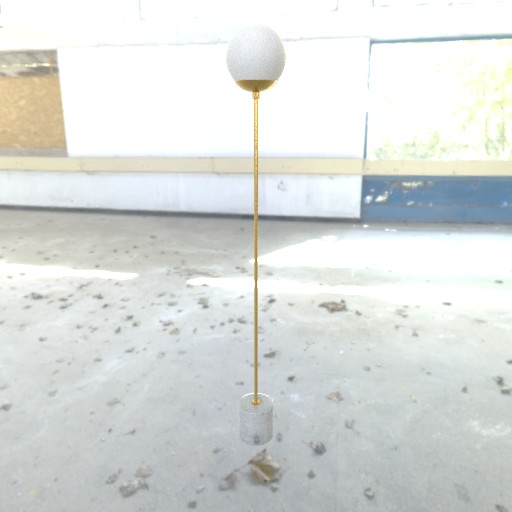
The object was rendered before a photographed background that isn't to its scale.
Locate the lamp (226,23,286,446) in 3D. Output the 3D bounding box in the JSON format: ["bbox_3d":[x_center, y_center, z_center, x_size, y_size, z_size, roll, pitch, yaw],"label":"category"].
[{"bbox_3d":[0.000,0.000,1.852,0.224,1.753,0.224,3,16,11],"label":"lamp"}]
